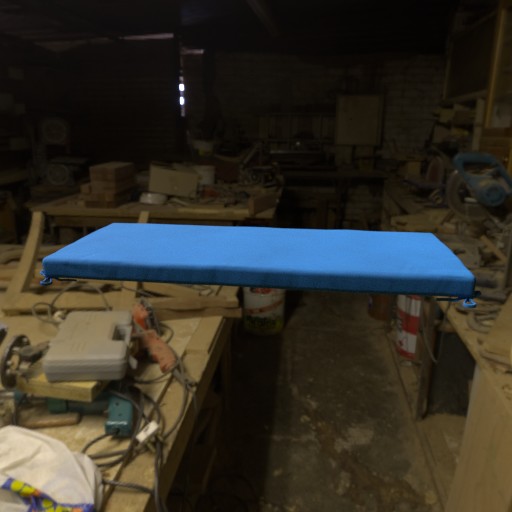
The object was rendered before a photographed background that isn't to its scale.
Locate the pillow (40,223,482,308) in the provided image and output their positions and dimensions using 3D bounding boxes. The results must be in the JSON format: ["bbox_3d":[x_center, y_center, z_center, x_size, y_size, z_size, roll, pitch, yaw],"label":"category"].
[{"bbox_3d":[0.000,0.000,1.348,1.187,0.081,0.492,2,17,7],"label":"pillow"}]
